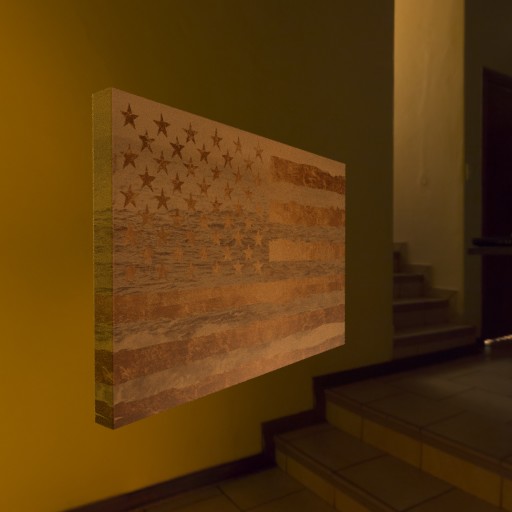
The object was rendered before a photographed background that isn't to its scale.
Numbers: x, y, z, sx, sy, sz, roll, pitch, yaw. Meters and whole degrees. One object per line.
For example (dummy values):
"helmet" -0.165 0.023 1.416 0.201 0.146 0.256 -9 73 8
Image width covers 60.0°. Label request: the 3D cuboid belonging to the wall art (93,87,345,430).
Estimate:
"wall art" 0.000 0.000 0.776 0.041 0.407 0.606 1 1 38
